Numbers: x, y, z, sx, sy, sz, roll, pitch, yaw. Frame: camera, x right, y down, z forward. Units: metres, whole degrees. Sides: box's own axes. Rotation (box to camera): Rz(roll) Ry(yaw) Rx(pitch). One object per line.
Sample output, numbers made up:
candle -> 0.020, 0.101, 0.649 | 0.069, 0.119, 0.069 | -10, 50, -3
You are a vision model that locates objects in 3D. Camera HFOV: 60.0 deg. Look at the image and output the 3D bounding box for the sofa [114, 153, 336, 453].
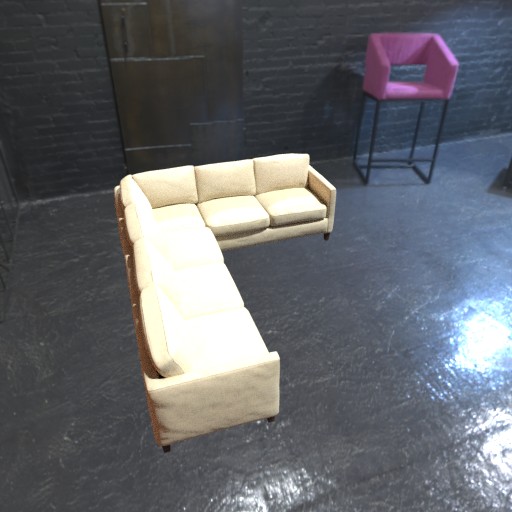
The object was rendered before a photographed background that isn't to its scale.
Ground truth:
sofa -> 0.000, 0.000, 4.544 | 2.593, 0.947, 3.302 | -10, 35, -15
